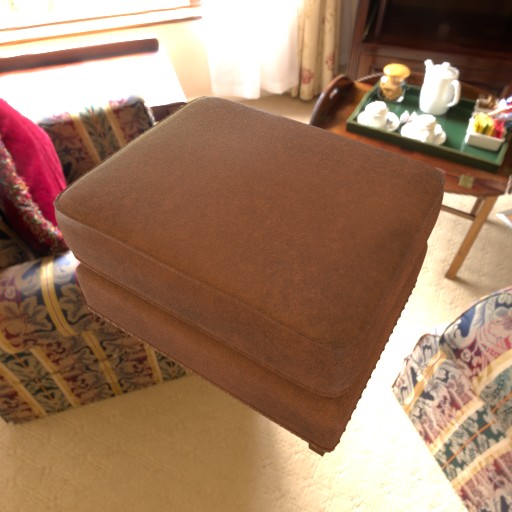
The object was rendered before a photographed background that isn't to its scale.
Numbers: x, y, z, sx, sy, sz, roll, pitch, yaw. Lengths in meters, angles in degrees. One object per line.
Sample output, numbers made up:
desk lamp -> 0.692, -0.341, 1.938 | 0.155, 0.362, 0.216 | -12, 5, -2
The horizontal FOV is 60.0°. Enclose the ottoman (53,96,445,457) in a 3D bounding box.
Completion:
ottoman -> 0.000, 0.000, 1.119 | 0.738, 0.537, 0.589 | 25, 52, 21
